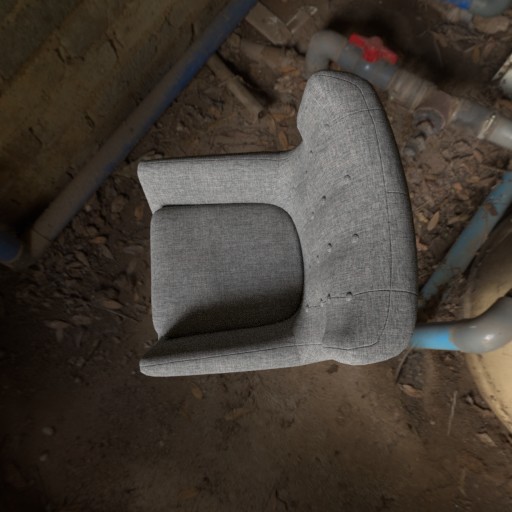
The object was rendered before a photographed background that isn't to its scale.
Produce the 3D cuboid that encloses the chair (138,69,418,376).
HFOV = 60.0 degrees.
[{"bbox_3d":[0.000,0.000,1.717,0.904,1.063,0.878,-4,75,-1],"label":"chair"}]
